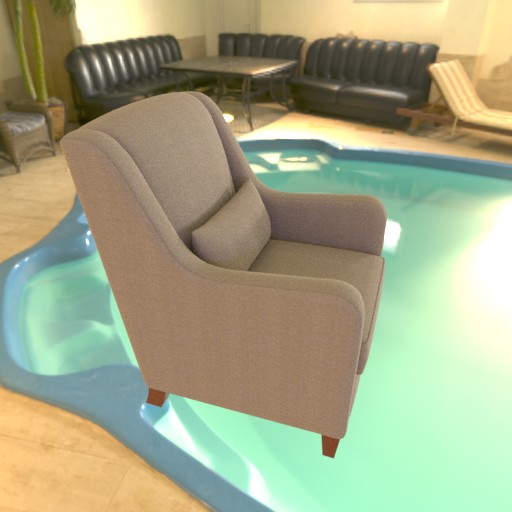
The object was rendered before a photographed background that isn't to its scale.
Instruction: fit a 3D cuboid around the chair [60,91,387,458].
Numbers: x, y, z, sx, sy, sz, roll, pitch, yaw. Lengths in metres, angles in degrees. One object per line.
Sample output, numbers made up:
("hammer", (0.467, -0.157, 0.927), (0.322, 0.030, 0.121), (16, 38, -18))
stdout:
("chair", (0.000, 0.000, 1.585), (0.890, 1.017, 0.715), (10, 32, 17))
